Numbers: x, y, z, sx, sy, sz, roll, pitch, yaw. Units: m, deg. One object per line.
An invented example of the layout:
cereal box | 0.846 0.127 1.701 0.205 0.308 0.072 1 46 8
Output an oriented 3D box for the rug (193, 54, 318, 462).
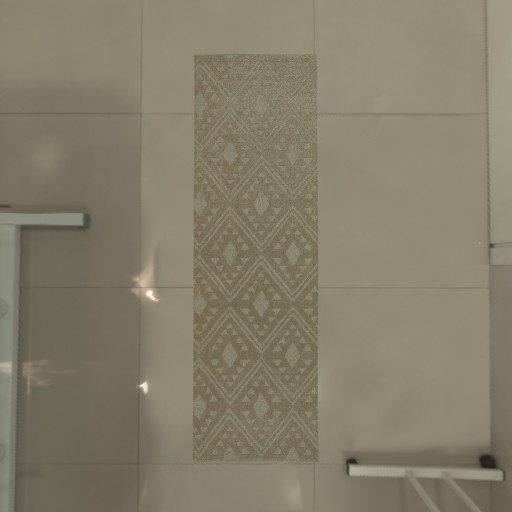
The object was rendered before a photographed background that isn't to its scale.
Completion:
rug | 0.000 0.000 2.668 0.752 0.051 2.452 0 89 0
